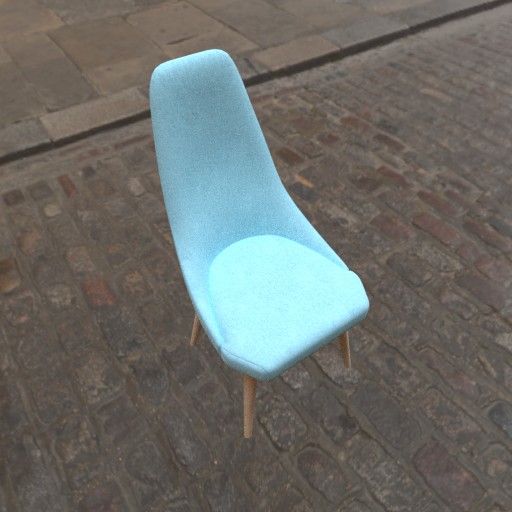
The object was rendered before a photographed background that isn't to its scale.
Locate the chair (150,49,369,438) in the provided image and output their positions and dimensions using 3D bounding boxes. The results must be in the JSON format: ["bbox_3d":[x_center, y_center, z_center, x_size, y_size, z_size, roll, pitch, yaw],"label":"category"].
[{"bbox_3d":[0.000,0.000,1.406,0.510,1.040,0.660,-27,53,-23],"label":"chair"}]
